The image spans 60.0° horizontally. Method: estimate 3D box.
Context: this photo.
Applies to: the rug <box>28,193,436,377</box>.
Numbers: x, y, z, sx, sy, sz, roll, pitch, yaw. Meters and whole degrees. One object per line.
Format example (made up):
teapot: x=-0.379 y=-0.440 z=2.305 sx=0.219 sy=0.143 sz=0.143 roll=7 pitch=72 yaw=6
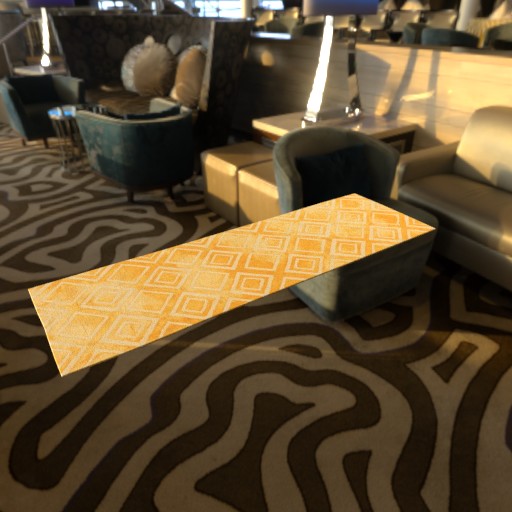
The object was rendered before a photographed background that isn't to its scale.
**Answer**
rug: x=0.000 y=0.000 z=2.687 sx=2.438 sy=0.010 sz=0.775 roll=-19 pitch=35 yaw=-29
